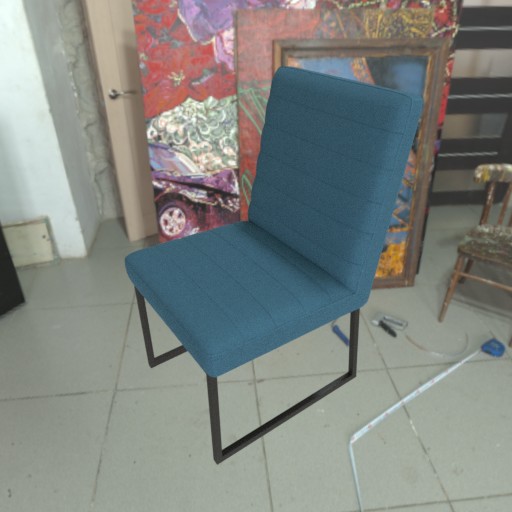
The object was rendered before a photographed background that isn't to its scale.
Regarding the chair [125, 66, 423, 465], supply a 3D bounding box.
[{"bbox_3d":[0.000,0.000,1.298,0.634,0.930,0.520,-21,38,-29],"label":"chair"}]
